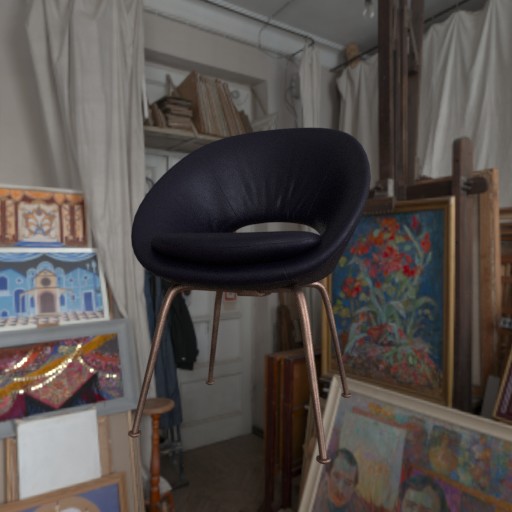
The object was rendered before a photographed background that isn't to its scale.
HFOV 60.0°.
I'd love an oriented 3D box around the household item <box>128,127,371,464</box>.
[{"bbox_3d":[0.000,0.000,1.238,0.623,0.852,0.573,0,0,17],"label":"household item"}]
